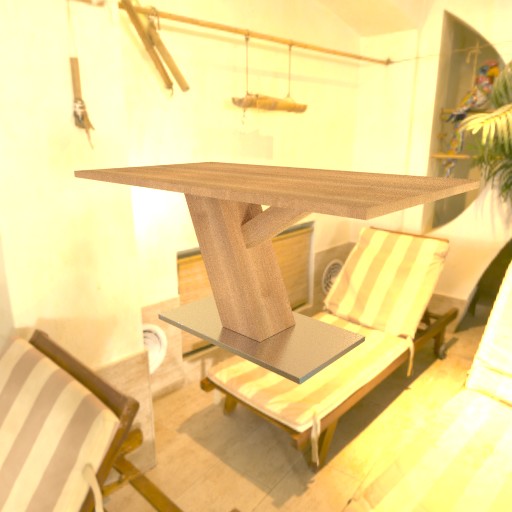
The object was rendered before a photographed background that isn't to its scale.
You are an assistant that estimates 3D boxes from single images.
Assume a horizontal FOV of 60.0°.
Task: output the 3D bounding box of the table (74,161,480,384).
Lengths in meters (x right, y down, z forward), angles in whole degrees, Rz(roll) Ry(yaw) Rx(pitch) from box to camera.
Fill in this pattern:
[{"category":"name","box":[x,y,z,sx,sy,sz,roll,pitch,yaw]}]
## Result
[{"category":"table","box":[0.000,0.000,2.074,1.600,0.750,0.900,14,21,41]}]
